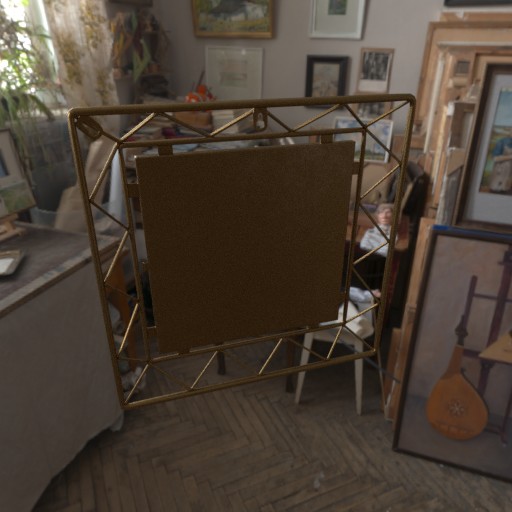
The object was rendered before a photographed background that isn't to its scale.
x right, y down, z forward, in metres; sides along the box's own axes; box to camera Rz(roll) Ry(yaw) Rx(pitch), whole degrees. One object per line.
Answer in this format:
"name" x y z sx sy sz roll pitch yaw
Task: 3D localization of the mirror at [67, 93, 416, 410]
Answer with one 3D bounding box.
"mirror" 0.000 0.000 0.610 0.416 0.414 0.046 -8 28 -16
